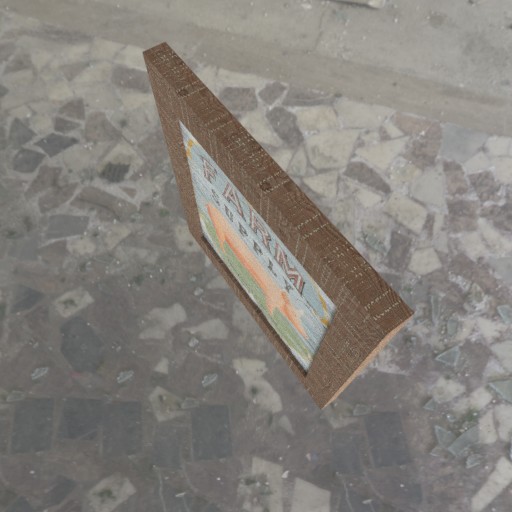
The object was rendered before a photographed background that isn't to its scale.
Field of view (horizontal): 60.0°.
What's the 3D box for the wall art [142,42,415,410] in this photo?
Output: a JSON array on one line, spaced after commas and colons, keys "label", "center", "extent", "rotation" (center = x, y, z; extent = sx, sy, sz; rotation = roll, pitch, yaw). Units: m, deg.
[{"label": "wall art", "center": [0.000, 0.000, 0.802], "extent": [0.040, 0.531, 0.531], "rotation": [-32, 67, -15]}]
